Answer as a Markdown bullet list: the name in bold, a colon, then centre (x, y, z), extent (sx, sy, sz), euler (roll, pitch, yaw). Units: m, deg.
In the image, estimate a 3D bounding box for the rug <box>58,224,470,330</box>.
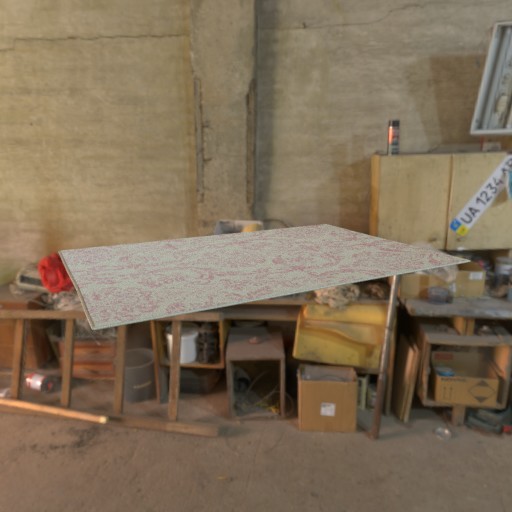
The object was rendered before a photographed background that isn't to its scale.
- **rug**: centre (0.000, 0.000, 2.362), extent (1.839, 0.012, 1.219), euler (-7, 16, -27)
